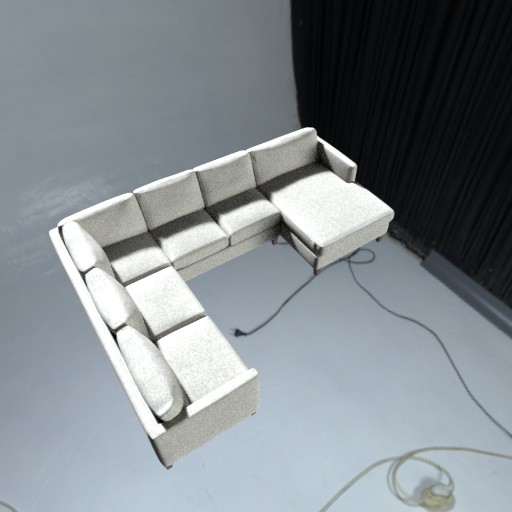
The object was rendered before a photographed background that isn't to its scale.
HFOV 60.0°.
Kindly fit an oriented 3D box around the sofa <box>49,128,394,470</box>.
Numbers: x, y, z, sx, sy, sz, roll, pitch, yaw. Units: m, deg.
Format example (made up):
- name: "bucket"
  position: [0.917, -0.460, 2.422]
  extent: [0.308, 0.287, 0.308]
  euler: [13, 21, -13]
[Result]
- name: "sofa"
  position: [0.000, 0.000, 4.640]
  extent: [3.460, 0.959, 2.593]
  euler: [-26, 52, -22]
